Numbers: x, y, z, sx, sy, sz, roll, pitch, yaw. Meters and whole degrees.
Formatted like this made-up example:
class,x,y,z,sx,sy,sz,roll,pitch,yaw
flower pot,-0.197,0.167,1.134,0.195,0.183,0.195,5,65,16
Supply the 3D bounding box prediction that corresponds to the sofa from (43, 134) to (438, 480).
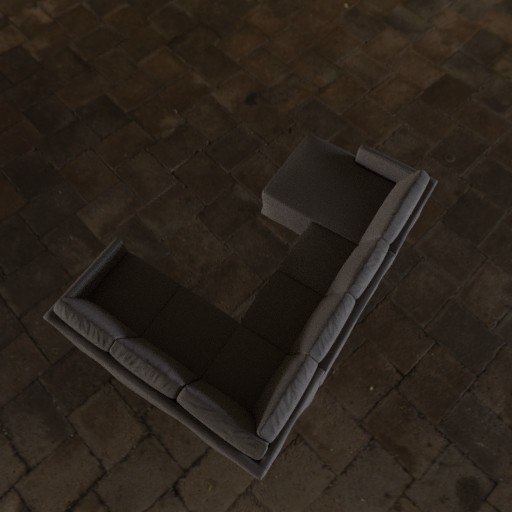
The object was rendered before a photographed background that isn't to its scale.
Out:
class,x,y,z,sx,sy,sz,roll,pitch,yaw
sofa,0.000,0.000,4.642,2.476,0.878,3.528,31,67,14
